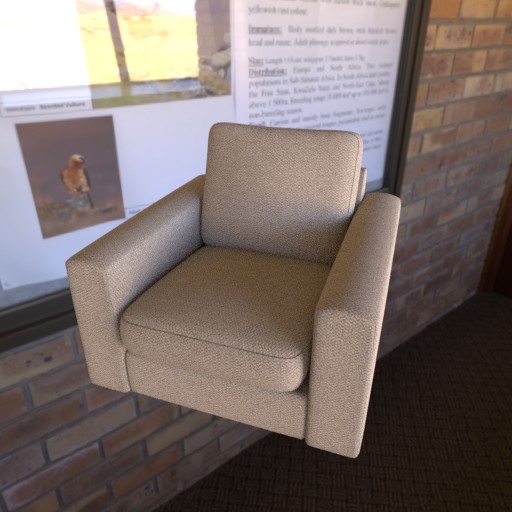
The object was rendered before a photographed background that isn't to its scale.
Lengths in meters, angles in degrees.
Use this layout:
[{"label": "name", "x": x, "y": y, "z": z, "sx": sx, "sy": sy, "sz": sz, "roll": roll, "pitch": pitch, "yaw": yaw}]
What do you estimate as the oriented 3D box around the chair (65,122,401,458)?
[{"label": "chair", "x": 0.000, "y": 0.000, "z": 1.729, "sx": 1.005, "sy": 0.873, "sz": 1.016, "roll": 9, "pitch": 29, "yaw": 17}]
